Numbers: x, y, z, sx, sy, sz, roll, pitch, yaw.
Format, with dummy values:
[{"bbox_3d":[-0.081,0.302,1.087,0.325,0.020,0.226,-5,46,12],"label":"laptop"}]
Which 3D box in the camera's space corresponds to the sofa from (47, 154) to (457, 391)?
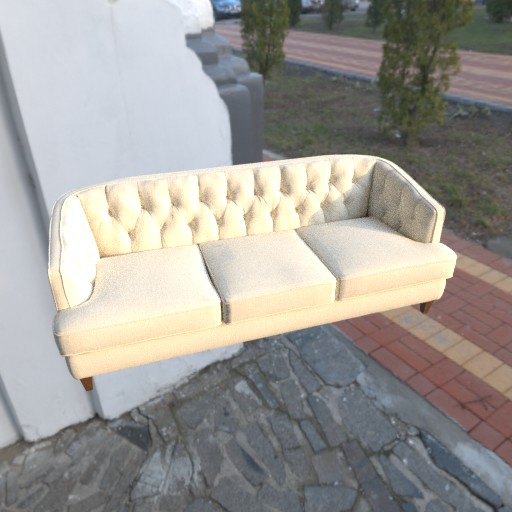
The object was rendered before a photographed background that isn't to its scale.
[{"bbox_3d":[0.000,0.000,2.718,2.278,0.855,0.941,-10,33,-15],"label":"sofa"}]
